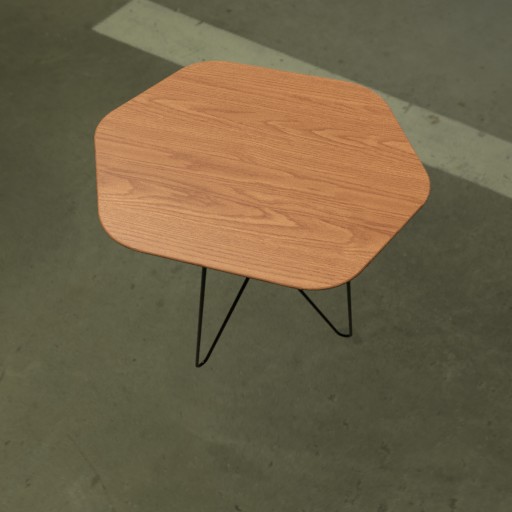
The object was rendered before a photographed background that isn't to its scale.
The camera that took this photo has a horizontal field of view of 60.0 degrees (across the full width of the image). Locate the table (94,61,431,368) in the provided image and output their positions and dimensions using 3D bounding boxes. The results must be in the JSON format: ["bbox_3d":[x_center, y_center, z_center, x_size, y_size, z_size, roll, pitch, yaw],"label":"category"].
[{"bbox_3d":[0.000,0.000,0.884,0.500,0.562,0.400,13,59,8],"label":"table"}]
